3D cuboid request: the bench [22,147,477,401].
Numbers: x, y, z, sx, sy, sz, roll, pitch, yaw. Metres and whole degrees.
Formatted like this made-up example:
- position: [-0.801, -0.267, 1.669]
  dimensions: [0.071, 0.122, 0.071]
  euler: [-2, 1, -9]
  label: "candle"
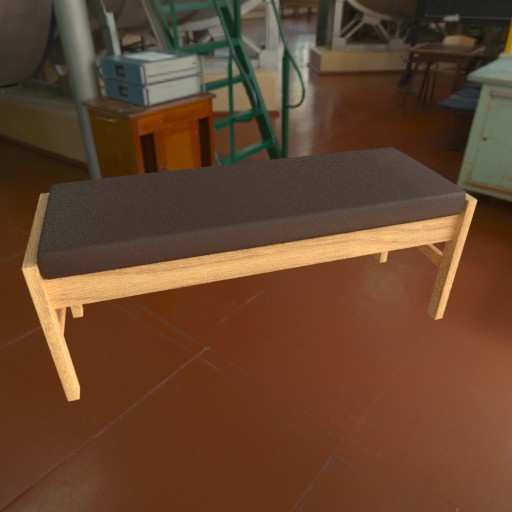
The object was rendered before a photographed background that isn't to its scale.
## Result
- position: [0.000, 0.000, 1.394]
  dimensions: [1.200, 0.480, 0.405]
  euler: [-9, 34, -14]
  label: "bench"
